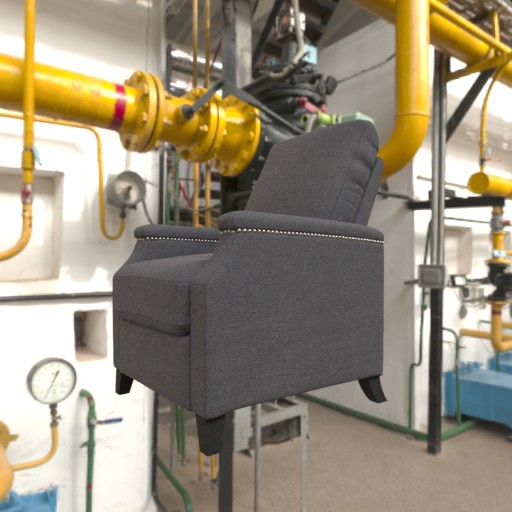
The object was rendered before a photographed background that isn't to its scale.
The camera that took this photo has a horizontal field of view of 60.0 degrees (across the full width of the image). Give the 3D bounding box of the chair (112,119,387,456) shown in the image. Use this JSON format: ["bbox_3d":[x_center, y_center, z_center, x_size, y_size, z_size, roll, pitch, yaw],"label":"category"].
[{"bbox_3d":[0.000,0.000,1.673,0.922,1.049,0.710,0,0,-37],"label":"chair"}]
